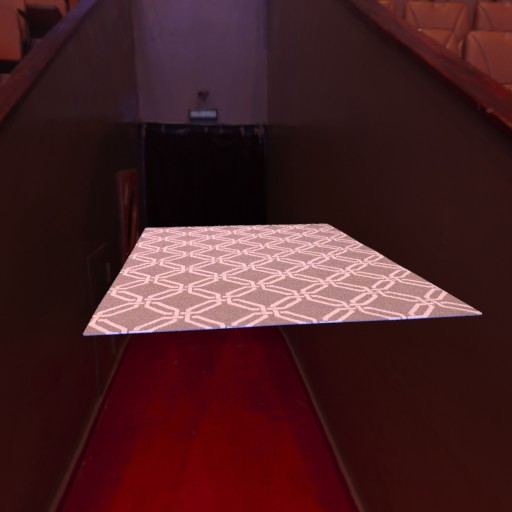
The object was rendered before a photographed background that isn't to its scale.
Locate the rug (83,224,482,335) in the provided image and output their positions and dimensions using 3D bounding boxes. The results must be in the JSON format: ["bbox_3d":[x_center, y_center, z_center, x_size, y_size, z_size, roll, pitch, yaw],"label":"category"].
[{"bbox_3d":[0.000,0.000,4.288,2.441,0.020,3.419,-2,14,-8],"label":"rug"}]
